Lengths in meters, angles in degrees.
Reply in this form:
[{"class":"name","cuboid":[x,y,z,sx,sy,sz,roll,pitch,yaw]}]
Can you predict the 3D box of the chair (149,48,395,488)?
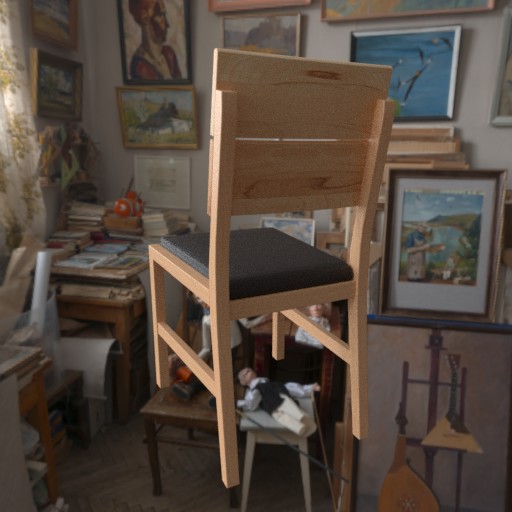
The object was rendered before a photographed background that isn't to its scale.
[{"class":"chair","cuboid":[0.000,0.000,1.244,0.475,0.950,0.560,-7,16,-26]}]
